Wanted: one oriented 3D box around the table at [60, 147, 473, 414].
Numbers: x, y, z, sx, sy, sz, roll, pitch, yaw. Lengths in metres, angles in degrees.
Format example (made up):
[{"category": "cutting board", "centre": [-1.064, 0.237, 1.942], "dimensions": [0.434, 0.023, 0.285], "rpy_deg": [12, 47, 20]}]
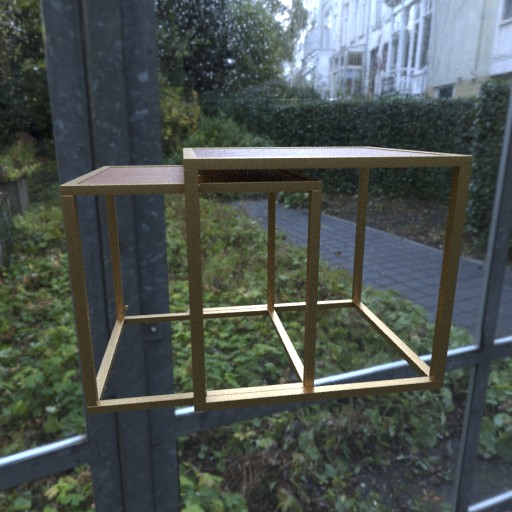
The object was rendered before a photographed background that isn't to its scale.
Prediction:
[{"category": "table", "centre": [0.000, 0.000, 1.095], "dimensions": [0.762, 0.505, 0.505], "rpy_deg": [-3, 16, -9]}]
